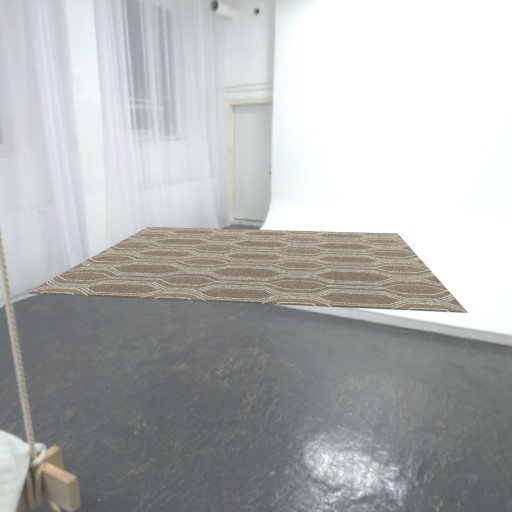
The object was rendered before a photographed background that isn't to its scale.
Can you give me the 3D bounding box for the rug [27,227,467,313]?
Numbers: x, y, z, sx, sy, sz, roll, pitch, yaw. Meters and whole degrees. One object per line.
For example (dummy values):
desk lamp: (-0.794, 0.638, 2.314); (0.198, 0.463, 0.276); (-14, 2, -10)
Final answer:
rug: (0.000, 0.000, 4.222); (3.062, 0.012, 2.457); (2, 15, 7)
